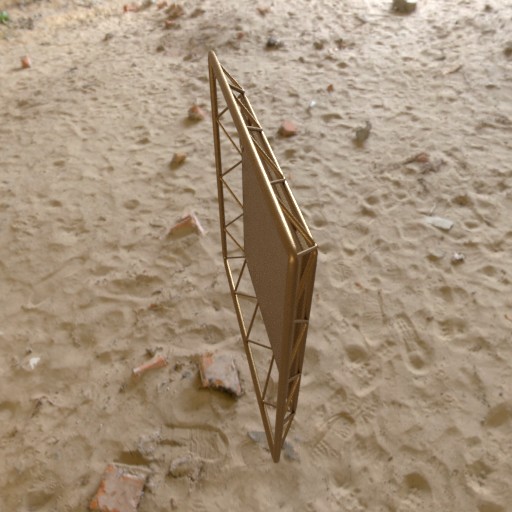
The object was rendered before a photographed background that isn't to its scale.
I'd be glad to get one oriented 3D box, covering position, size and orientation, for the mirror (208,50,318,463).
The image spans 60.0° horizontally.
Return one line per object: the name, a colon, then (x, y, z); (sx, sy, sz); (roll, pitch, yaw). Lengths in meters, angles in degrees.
mirror: (0.000, 0.000, 0.617); (0.046, 0.414, 0.416); (-9, 46, -9)
